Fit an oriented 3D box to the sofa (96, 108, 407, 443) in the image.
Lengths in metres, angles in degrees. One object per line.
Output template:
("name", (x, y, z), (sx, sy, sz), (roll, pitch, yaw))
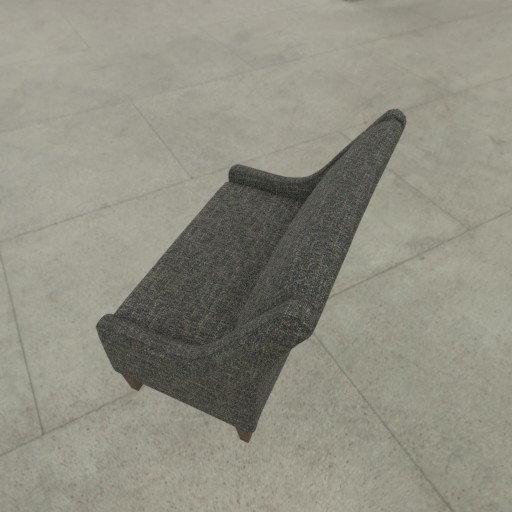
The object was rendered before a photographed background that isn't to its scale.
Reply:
("sofa", (0.000, 0.000, 1.977), (0.870, 1.021, 1.242), (19, 49, 17))
